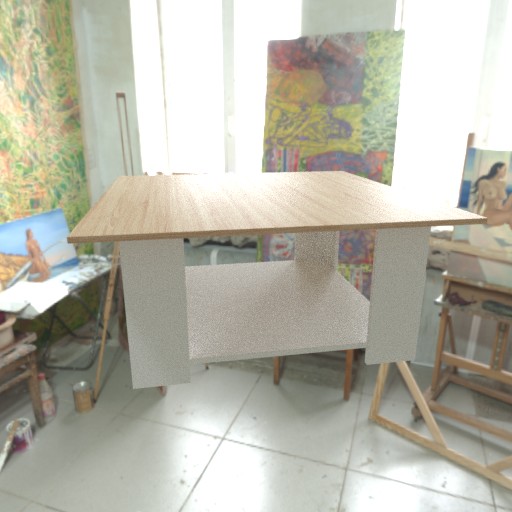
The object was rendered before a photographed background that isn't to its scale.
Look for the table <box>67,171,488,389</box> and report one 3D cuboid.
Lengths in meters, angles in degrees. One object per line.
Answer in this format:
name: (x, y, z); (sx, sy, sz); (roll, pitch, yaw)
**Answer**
table: (0.000, 0.000, 1.047); (0.670, 0.305, 0.670); (-3, 18, -10)
